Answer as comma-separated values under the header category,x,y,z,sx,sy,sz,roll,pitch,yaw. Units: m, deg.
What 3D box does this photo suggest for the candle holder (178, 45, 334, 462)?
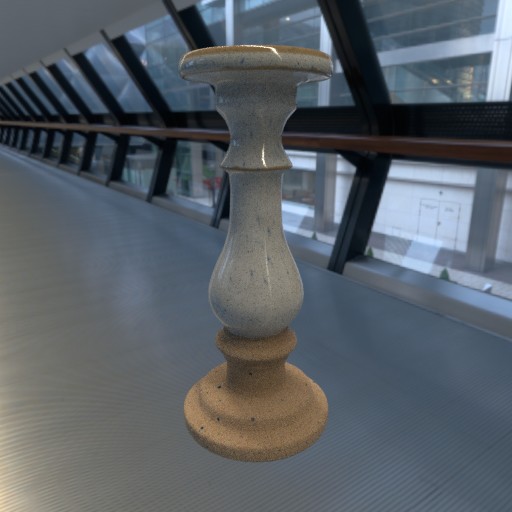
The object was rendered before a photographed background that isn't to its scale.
category,x,y,z,sx,sy,sz,roll,pitch,yaw
candle holder,0.000,0.000,0.246,0.088,0.203,0.088,0,16,0
